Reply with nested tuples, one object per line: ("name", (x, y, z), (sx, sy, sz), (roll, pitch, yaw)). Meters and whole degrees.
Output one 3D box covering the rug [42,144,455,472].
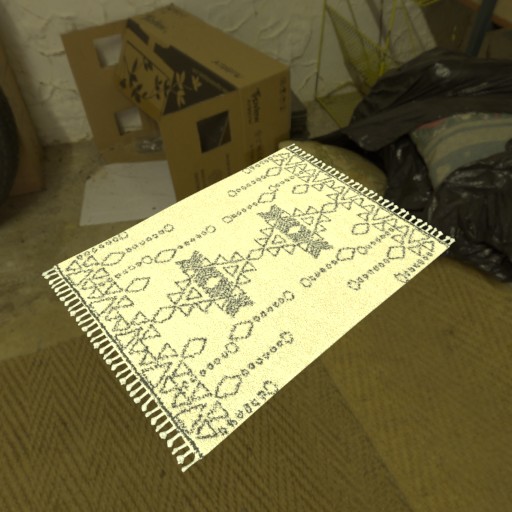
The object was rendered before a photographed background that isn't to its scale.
("rug", (0.000, 0.000, 3.898), (3.027, 0.028, 2.125), (-33, 55, -27))
